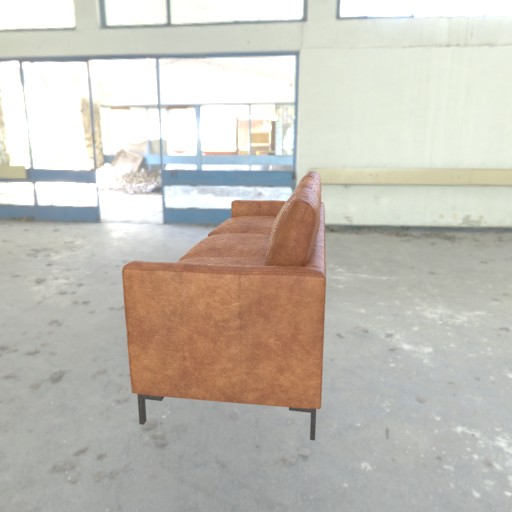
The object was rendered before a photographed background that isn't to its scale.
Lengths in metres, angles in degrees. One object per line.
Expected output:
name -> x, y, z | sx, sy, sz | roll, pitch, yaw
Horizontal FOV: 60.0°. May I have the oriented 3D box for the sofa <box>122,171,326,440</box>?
sofa -> 0.000, 0.000, 2.473 | 0.748, 0.863, 2.029 | 2, 14, 8
